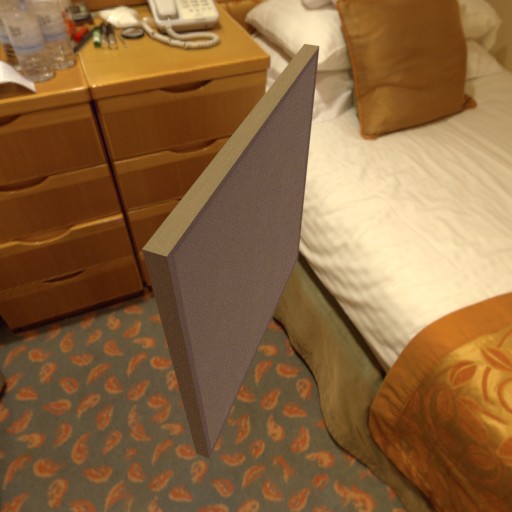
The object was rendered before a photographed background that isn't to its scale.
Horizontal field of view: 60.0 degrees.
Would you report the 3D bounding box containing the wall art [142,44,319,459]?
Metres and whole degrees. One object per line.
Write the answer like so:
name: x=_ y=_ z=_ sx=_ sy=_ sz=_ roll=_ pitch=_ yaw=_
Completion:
wall art: x=0.000 y=0.000 z=1.119 sx=0.038 sy=0.758 sz=0.761 roll=16 pitch=48 yaw=14
